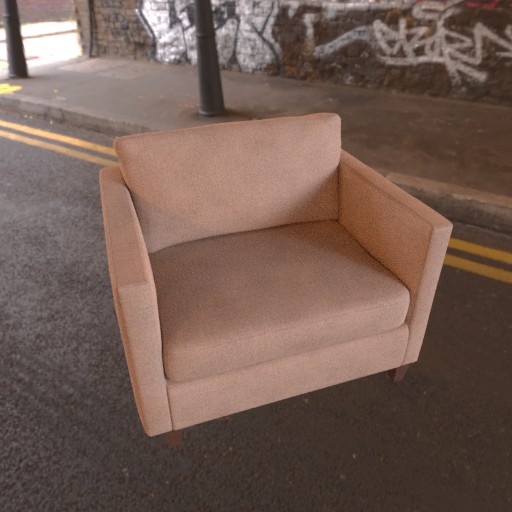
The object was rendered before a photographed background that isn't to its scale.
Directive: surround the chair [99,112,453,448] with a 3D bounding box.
[{"bbox_3d":[0.000,0.000,1.830,1.133,0.961,0.959,-10,34,-16],"label":"chair"}]
